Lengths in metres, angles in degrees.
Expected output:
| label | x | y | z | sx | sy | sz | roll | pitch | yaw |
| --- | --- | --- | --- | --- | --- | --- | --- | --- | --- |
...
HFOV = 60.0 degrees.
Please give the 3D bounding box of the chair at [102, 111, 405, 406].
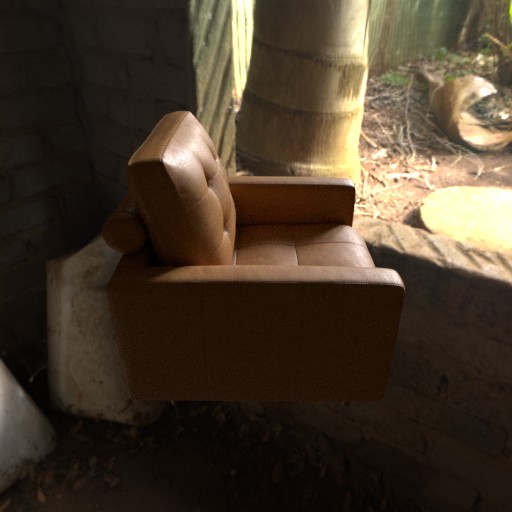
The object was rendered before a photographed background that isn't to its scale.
| label | x | y | z | sx | sy | sz | roll | pitch | yaw |
| --- | --- | --- | --- | --- | --- | --- | --- | --- | --- |
| chair | 0.000 | 0.000 | 1.576 | 0.868 | 0.896 | 0.831 | 0 | 31 | 0 |
